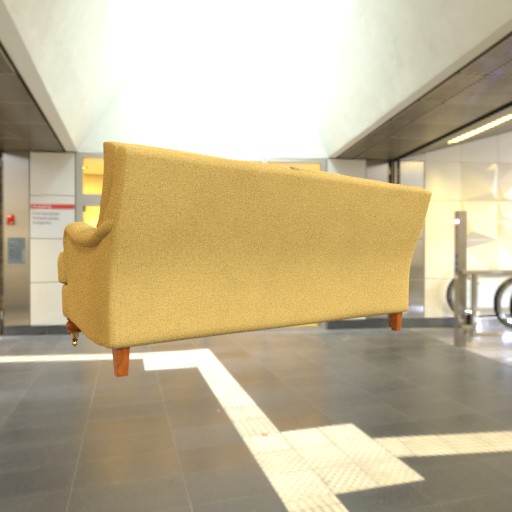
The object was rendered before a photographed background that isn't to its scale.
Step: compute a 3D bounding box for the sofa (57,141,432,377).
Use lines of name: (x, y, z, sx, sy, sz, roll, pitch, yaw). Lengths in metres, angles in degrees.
sofa: (0.000, 0.000, 2.665, 2.070, 0.997, 1.091, 0, 0, -36)
